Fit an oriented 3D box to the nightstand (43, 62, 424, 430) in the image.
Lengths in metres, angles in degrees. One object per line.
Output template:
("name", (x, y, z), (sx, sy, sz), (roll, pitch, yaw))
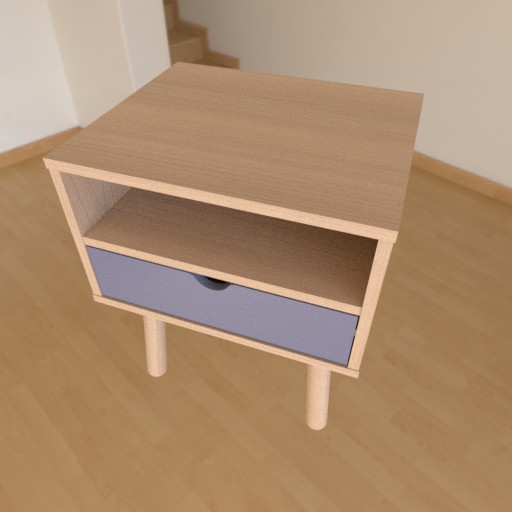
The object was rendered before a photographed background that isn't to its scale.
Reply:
("nightstand", (0.000, 0.000, 0.827), (0.450, 0.530, 0.380), (13, 44, 14))
